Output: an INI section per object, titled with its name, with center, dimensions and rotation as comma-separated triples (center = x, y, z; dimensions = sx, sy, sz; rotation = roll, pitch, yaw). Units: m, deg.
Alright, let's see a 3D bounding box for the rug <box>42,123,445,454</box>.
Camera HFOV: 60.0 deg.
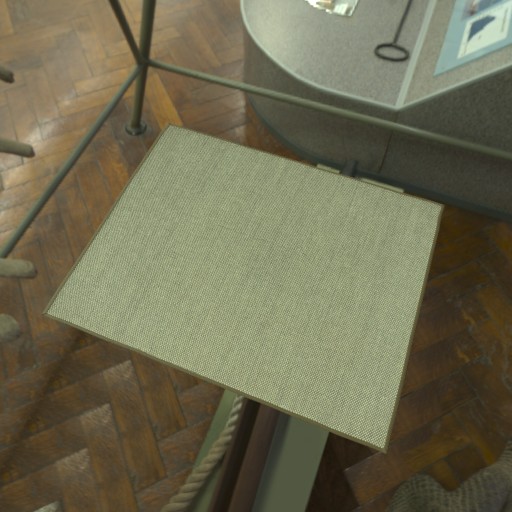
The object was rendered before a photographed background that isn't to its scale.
[rug]
center = 0.000, 0.000, 4.072
dimensions = 3.041, 0.020, 2.413
rotation = 19, 63, 10
